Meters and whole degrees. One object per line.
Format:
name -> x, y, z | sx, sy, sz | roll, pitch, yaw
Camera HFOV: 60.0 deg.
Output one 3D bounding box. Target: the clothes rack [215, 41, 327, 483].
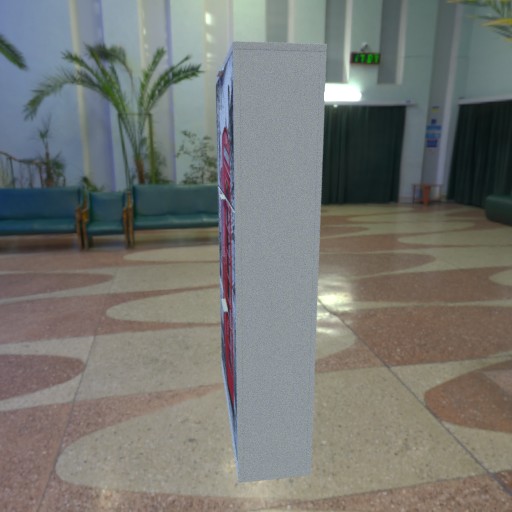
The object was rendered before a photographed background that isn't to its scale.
clothes rack -> 0.000, 0.000, 1.611 | 0.250, 1.280, 0.750 | -2, 15, -8
